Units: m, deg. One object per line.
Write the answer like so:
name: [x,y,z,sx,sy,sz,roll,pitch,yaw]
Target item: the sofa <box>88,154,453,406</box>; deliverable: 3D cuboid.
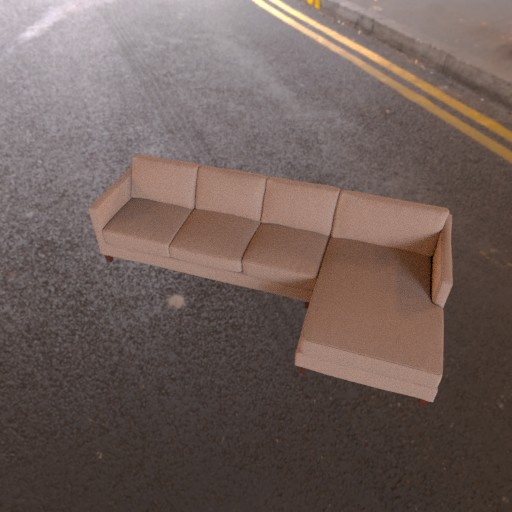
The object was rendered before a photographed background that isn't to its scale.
sofa: [0.000,0.000,3.916,3.186,0.861,1.625,12,43,13]
